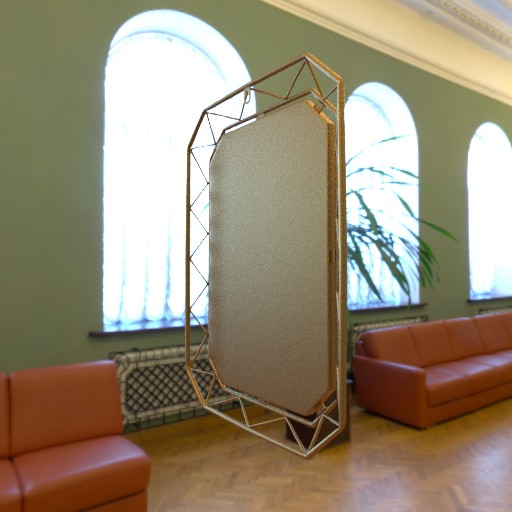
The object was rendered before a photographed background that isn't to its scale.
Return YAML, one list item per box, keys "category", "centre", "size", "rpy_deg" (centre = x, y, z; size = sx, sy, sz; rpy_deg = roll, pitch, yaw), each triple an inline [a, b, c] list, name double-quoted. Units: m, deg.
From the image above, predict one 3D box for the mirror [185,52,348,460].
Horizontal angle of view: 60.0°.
- category: "mirror"
  centre: [0.000, 0.000, 0.728]
  size: [0.042, 0.566, 0.417]
  rpy_deg: [1, -2, -37]
